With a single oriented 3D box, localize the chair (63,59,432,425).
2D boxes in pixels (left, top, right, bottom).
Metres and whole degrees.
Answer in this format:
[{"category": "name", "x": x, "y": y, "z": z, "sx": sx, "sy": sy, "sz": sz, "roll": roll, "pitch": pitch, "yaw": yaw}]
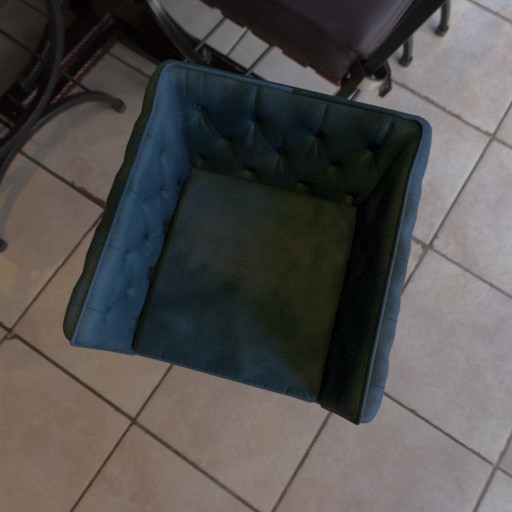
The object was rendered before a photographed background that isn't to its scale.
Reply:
[{"category": "chair", "x": 0.000, "y": 0.000, "z": 1.540, "sx": 0.868, "sy": 0.771, "sz": 0.877, "roll": 14, "pitch": 76, "yaw": 4}]
